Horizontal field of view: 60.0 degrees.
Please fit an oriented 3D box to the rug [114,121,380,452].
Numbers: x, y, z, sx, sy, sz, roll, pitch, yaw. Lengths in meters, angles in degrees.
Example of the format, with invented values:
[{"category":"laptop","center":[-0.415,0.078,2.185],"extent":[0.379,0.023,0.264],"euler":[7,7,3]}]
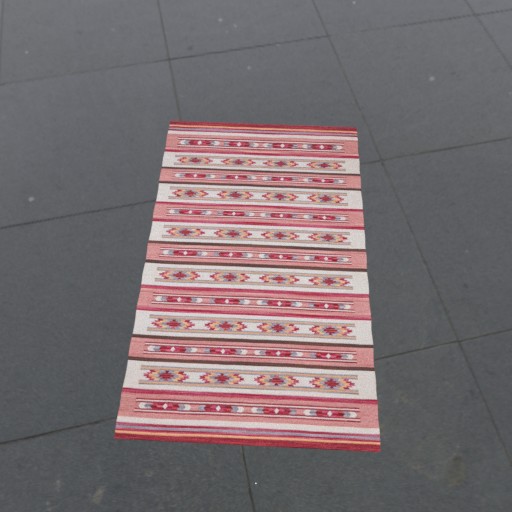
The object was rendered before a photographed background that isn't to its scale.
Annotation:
[{"category":"rug","center":[0.000,0.000,3.083],"extent":[1.535,0.010,2.431],"euler":[2,63,1]}]
